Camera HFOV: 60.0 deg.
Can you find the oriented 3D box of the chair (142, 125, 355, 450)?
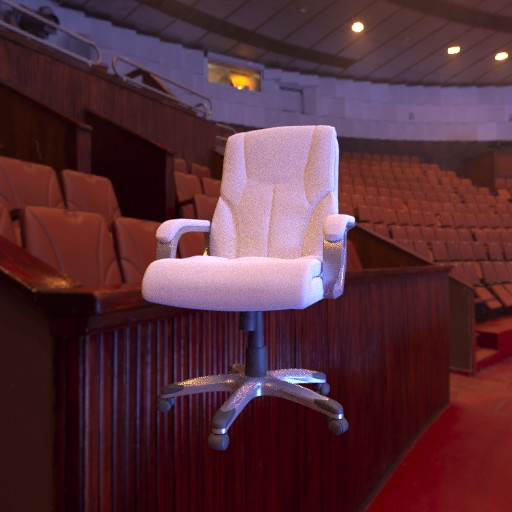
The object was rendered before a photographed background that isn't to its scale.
[{"bbox_3d":[0.000,0.000,1.610,0.687,1.120,0.738,0,0,19],"label":"chair"}]
